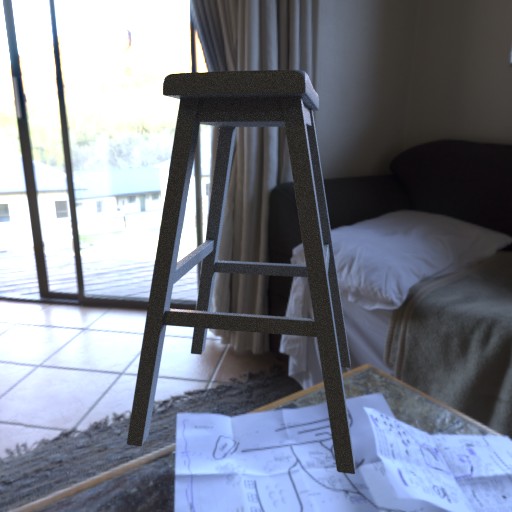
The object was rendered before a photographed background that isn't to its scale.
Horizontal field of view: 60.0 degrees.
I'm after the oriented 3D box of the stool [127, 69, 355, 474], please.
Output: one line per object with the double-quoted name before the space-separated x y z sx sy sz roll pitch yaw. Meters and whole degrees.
"stool" 0.000 0.000 1.026 0.476 0.737 0.457 3 15 10
